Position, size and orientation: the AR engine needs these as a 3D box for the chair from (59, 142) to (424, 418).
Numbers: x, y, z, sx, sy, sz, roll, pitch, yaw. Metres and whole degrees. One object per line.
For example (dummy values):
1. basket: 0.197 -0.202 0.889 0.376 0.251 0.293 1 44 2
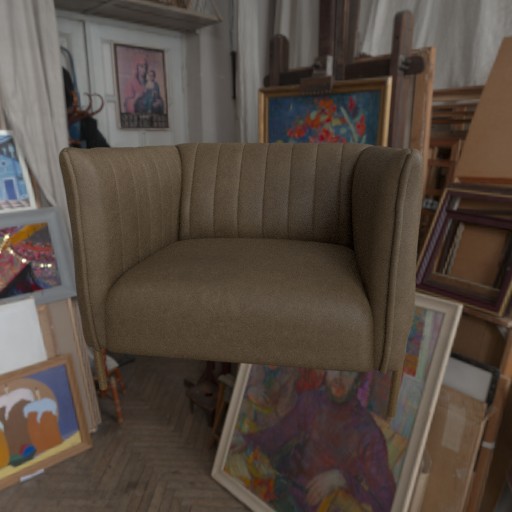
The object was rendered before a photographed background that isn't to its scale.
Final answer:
1. chair: 0.000 0.000 1.579 0.981 0.779 0.876 2 15 9
